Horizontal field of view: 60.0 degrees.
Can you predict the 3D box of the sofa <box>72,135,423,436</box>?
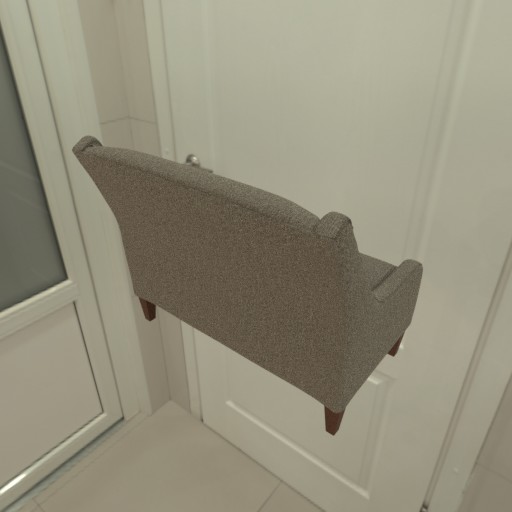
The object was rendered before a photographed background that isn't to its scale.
[{"bbox_3d":[0.000,0.000,1.974,1.242,1.026,0.862,23,38,32],"label":"sofa"}]
